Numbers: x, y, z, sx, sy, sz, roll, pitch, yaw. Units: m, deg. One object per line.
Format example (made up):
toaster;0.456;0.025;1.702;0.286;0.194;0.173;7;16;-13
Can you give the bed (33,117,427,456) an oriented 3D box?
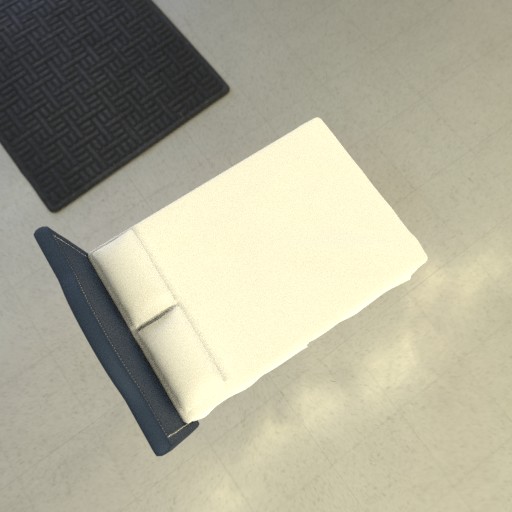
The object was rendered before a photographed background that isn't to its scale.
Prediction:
bed;0.000;0.000;3.564;2.507;1.441;1.741;-32;78;-8
